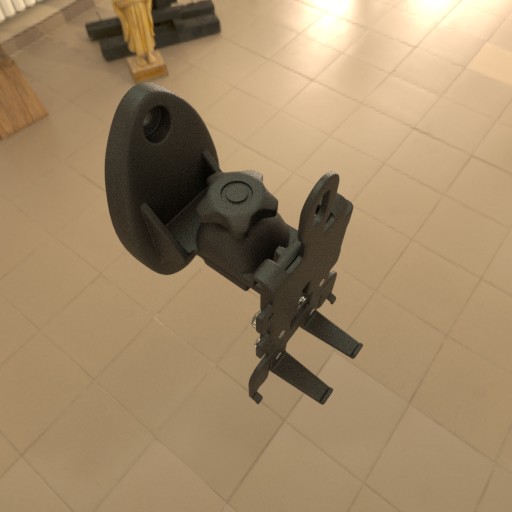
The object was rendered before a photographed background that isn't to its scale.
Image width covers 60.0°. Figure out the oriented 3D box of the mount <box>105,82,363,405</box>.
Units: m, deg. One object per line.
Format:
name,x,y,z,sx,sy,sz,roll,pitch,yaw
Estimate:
mount,0.000,0.000,0.172,0.100,0.118,0.066,33,64,19
